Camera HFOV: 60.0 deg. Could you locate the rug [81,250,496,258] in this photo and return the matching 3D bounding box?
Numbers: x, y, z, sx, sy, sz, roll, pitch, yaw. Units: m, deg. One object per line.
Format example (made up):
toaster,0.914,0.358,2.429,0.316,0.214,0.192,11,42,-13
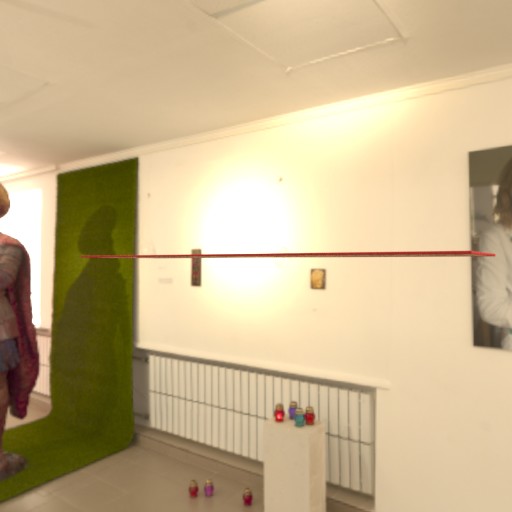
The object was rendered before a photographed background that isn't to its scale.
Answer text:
rug,0.000,0.000,2.471,2.292,0.015,0.659,-1,-1,35
